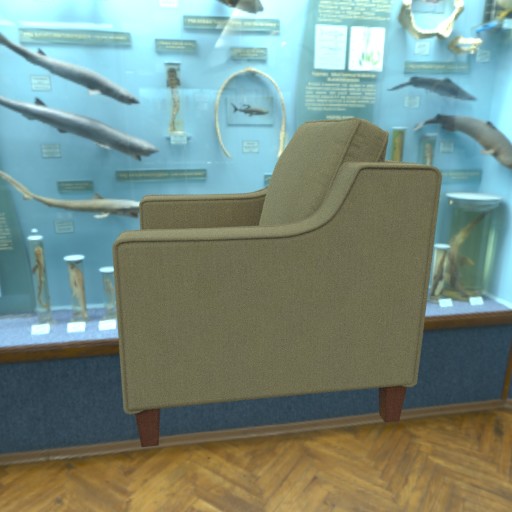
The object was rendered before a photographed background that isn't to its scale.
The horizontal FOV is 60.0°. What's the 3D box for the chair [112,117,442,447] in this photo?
[{"bbox_3d":[0.000,0.000,1.626,0.909,0.960,0.831,-2,16,-8],"label":"chair"}]
